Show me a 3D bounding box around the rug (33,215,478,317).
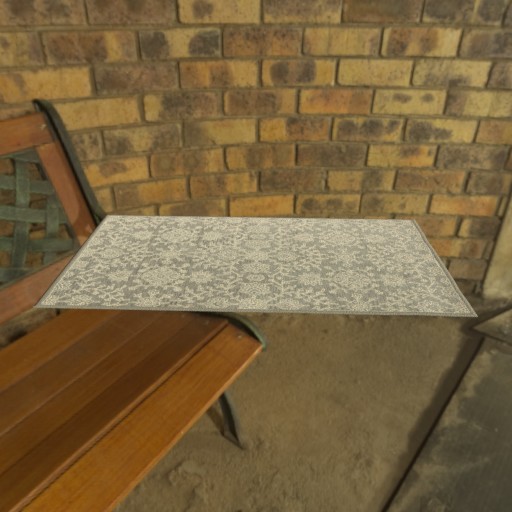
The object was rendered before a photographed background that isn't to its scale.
[{"bbox_3d":[0.000,0.000,3.705,3.048,0.011,1.546,1,30,2],"label":"rug"}]
